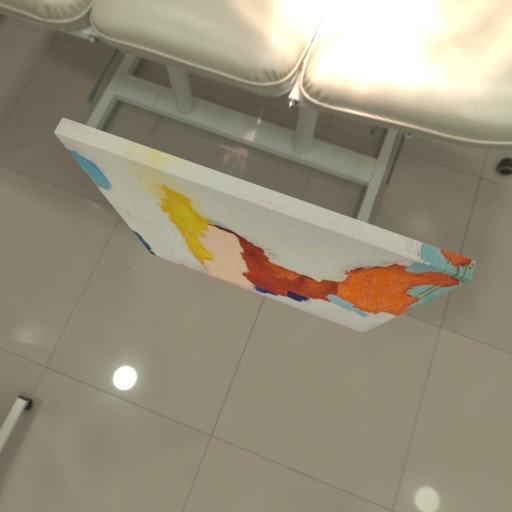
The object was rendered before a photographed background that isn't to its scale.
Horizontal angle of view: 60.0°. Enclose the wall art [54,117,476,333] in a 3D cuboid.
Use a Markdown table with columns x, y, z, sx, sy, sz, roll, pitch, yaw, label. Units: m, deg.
| x | y | z | sx | sy | sz | roll | pitch | yaw | label |
| --- | --- | --- | --- | --- | --- | --- | --- | --- | --- |
| 0.000 | 0.000 | 1.201 | 0.814 | 0.814 | 0.037 | 20 | 75 | 6 | wall art |
